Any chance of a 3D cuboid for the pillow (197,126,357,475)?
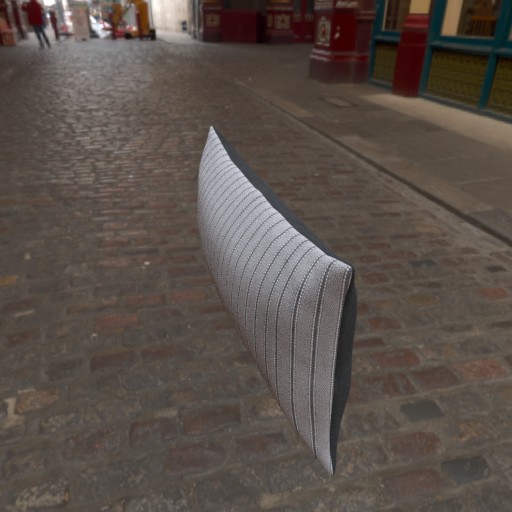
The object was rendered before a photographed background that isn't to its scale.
[{"bbox_3d":[0.000,0.000,0.722,0.151,0.305,0.609,-9,31,-15],"label":"pillow"}]
